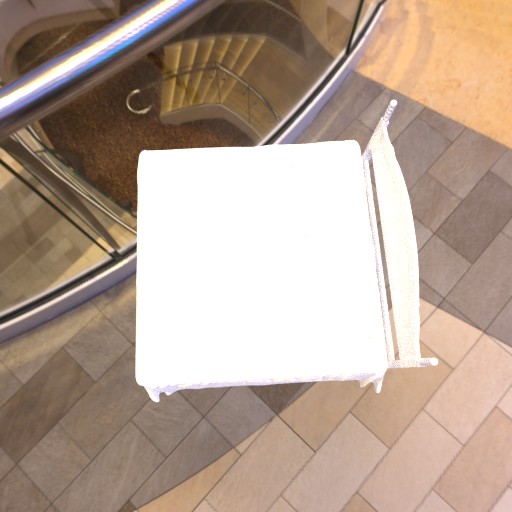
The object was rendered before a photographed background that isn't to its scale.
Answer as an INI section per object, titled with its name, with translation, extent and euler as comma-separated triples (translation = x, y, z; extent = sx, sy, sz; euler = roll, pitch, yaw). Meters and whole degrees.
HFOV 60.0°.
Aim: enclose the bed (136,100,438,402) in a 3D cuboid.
[bed]
translation = 0.000, 0.000, 3.645
extent = 2.219, 1.355, 2.322
euler = -3, 75, -1
